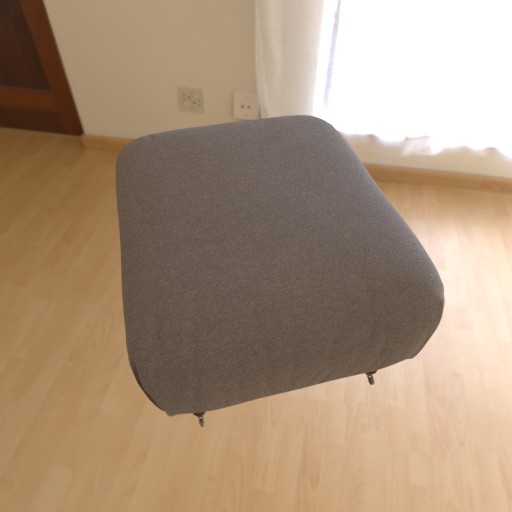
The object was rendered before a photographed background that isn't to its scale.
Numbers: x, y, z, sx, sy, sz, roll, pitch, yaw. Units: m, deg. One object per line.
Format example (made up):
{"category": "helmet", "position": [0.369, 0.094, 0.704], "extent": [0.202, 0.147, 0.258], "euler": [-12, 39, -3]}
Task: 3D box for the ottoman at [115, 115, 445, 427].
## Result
{"category": "ottoman", "position": [0.000, 0.000, 1.124], "extent": [0.622, 0.450, 0.747], "euler": [-11, 48, -10]}
